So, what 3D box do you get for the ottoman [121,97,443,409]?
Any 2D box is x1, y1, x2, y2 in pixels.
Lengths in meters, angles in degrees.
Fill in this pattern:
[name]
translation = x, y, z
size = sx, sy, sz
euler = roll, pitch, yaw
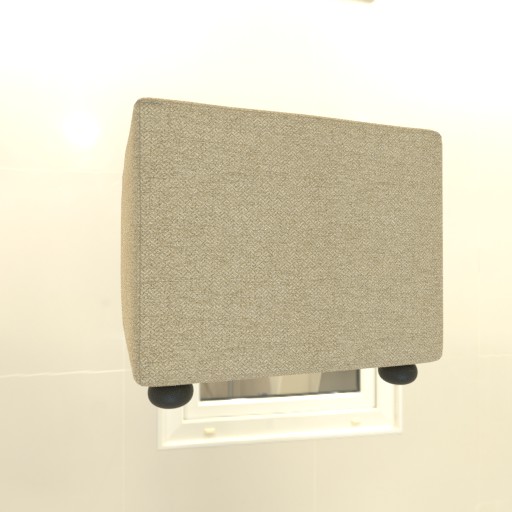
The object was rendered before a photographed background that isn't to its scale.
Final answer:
[ottoman]
translation = 0.000, 0.000, 0.877
size = 0.508, 0.432, 0.508
euler = 0, -1, -18
